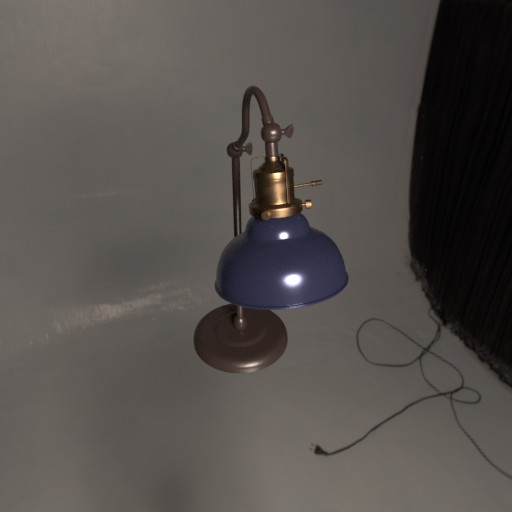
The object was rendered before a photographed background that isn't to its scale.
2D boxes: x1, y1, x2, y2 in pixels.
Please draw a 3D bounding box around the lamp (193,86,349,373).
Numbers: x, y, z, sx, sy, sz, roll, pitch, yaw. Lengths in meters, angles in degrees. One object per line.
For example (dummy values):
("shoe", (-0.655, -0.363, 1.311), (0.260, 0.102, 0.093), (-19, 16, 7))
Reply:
("lamp", (0.000, 0.000, 0.697), (0.192, 0.508, 0.374), (-11, 35, -17))
